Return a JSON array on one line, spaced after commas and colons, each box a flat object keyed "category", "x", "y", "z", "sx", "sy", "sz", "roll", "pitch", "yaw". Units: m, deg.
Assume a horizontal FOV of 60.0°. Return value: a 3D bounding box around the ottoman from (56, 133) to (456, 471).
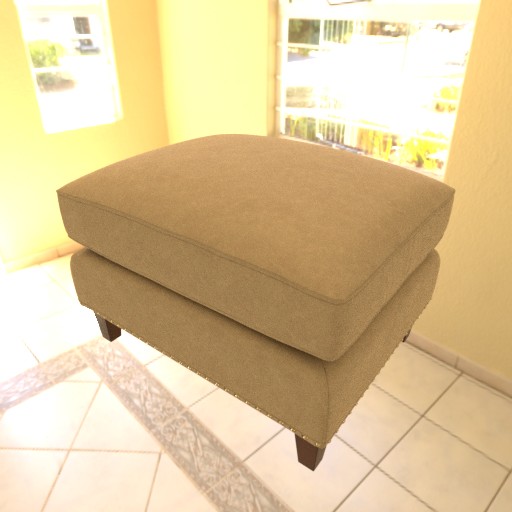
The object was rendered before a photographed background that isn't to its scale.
[{"category": "ottoman", "x": 0.000, "y": 0.000, "z": 1.096, "sx": 0.741, "sy": 0.513, "sz": 0.584, "roll": 21, "pitch": 36, "yaw": 32}]
